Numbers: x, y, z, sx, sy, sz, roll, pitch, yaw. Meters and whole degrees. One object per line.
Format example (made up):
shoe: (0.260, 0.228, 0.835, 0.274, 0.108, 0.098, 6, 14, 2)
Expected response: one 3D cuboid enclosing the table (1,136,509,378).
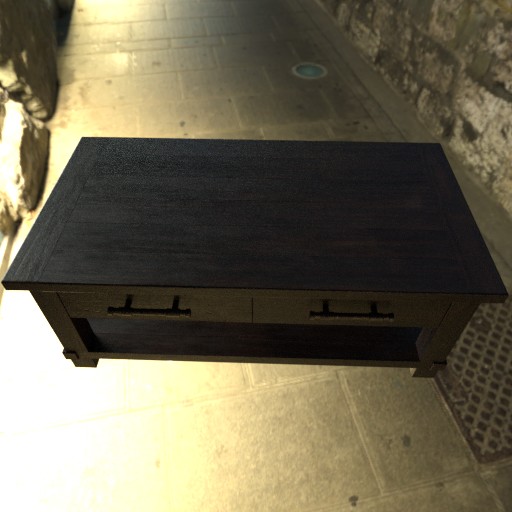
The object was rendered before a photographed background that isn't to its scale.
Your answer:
table: (0.000, 0.000, 1.517, 1.270, 0.494, 0.700, 1, 47, 1)
